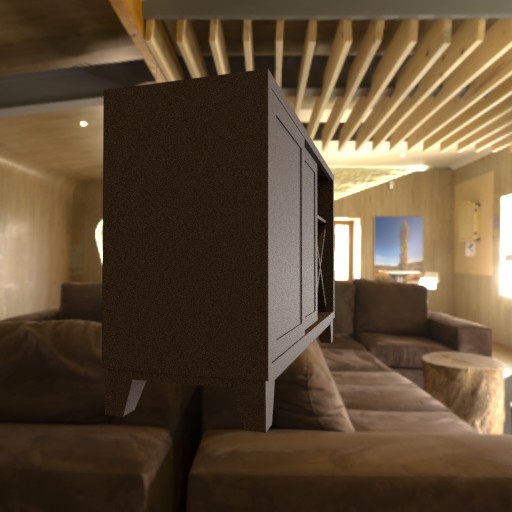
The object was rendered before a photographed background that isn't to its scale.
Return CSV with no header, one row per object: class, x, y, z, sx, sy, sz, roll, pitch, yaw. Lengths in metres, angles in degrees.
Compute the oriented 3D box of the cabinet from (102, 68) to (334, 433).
cabinet,0.000,0.000,1.843,0.482,0.914,1.396,0,-1,17
